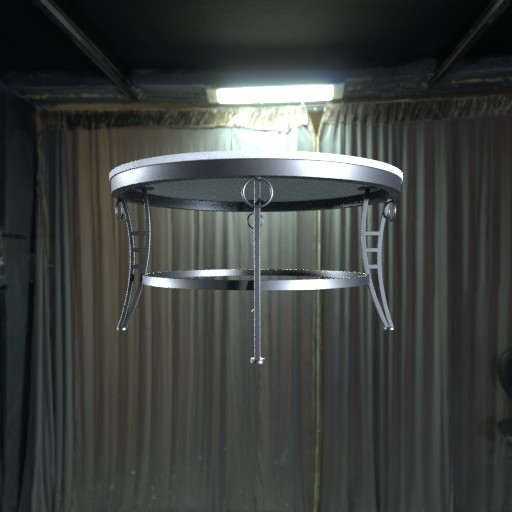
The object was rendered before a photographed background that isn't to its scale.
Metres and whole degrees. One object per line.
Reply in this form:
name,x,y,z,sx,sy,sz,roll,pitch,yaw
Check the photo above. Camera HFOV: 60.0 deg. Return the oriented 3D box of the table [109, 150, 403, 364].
table,0.000,0.000,1.416,0.889,0.470,0.889,0,0,0
